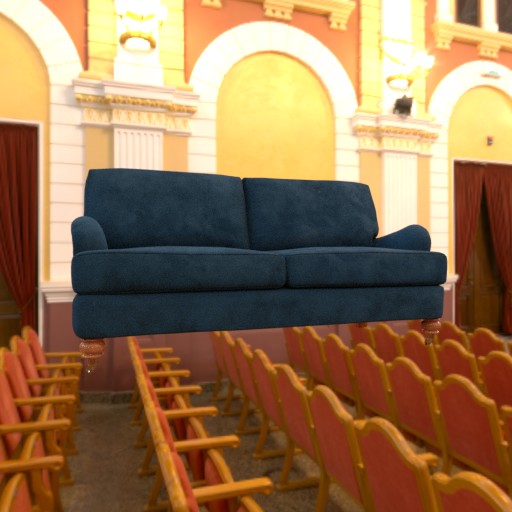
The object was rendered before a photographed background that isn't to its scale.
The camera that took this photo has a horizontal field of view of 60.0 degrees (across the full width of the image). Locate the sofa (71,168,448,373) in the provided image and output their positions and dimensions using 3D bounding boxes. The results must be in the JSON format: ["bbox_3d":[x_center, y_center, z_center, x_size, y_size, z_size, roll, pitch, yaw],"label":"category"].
[{"bbox_3d":[0.000,0.000,2.797,2.141,1.101,1.084,0,0,-19],"label":"sofa"}]
